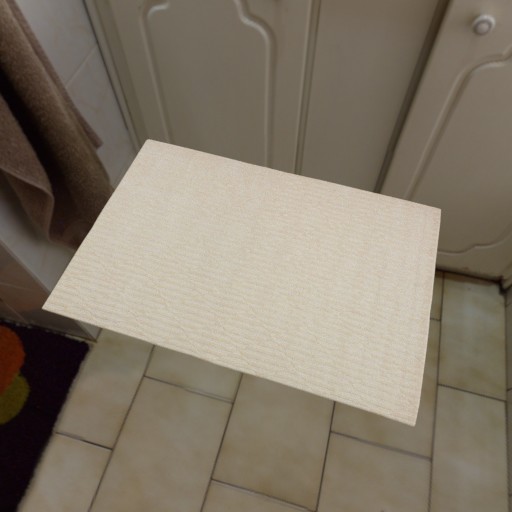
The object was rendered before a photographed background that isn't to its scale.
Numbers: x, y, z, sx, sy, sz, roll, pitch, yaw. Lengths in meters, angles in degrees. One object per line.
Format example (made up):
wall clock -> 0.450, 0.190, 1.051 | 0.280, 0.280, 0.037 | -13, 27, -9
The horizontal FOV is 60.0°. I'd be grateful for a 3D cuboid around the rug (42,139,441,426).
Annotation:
rug -> 0.000, 0.000, 2.364 | 1.848, 0.014, 1.238 | 15, 60, 9
